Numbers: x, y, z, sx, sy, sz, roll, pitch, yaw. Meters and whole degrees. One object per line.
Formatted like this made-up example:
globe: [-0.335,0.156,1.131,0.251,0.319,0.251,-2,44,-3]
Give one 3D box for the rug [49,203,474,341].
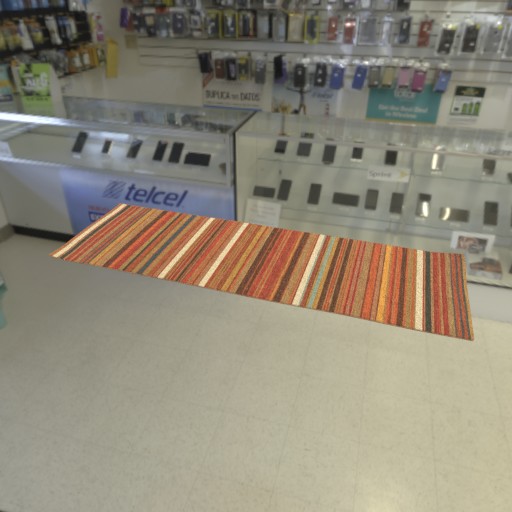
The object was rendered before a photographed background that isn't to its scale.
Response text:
rug: [0.000,0.000,2.736,2.444,0.030,0.799,10,34,15]
